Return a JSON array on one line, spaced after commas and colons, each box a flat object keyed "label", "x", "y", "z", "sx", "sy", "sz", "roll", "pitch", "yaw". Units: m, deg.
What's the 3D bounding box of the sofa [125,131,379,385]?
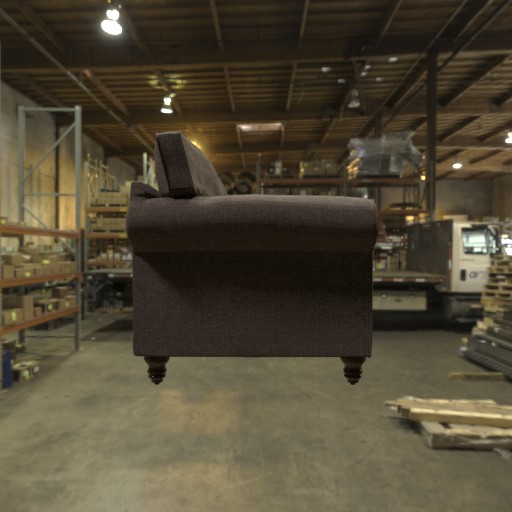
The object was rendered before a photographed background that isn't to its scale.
[{"label": "sofa", "x": 0.000, "y": 0.000, "z": 2.583, "sx": 0.916, "sy": 0.961, "sz": 2.084, "roll": 0, "pitch": 1, "yaw": 0}]
